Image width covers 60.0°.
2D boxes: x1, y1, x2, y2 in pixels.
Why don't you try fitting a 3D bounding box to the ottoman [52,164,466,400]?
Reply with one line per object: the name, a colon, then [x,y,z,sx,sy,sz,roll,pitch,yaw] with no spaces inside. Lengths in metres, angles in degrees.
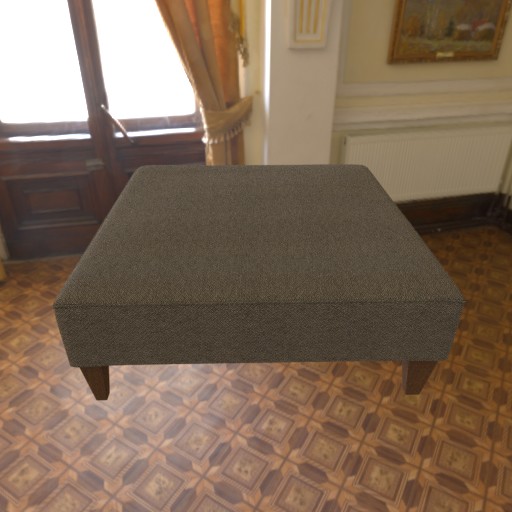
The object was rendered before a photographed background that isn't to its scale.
ottoman: [0.000,0.000,1.510,0.970,0.378,0.981,-1,30,-1]
